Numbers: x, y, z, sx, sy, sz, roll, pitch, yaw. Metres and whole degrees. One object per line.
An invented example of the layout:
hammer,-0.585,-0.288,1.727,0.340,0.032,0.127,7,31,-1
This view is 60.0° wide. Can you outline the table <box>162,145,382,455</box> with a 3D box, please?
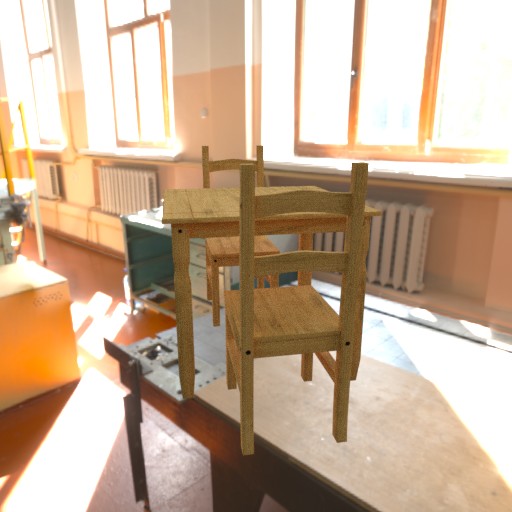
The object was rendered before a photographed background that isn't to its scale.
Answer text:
table,0.000,0.000,2.048,0.813,0.942,1.501,-3,16,-10
